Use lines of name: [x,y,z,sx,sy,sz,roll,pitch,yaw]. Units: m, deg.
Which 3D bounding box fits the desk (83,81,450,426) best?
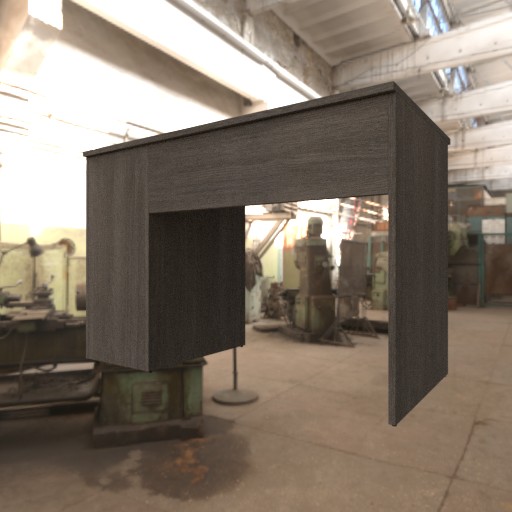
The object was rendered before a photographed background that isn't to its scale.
desk: [0.000,0.000,1.474,1.097,0.735,0.560,0,0,35]
